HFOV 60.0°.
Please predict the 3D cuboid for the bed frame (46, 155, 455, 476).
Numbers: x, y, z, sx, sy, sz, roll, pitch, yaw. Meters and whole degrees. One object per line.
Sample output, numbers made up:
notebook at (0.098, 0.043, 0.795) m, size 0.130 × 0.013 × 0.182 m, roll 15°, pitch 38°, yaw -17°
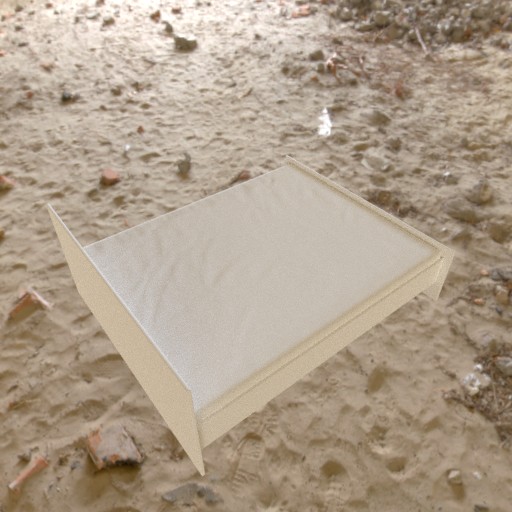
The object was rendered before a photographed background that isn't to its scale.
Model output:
bed frame at (0.000, 0.000, 3.057) m, size 2.060 × 0.800 × 1.720 m, roll -27°, pitch 48°, yaw -28°
